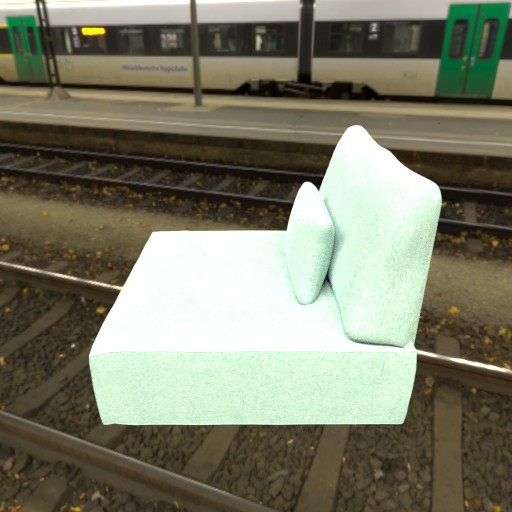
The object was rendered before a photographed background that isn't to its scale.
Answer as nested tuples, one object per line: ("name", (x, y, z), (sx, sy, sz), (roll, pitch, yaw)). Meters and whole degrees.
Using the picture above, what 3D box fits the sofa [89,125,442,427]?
("sofa", (0.000, 0.000, 1.680), (1.000, 0.820, 0.930), (0, 26, 0))
